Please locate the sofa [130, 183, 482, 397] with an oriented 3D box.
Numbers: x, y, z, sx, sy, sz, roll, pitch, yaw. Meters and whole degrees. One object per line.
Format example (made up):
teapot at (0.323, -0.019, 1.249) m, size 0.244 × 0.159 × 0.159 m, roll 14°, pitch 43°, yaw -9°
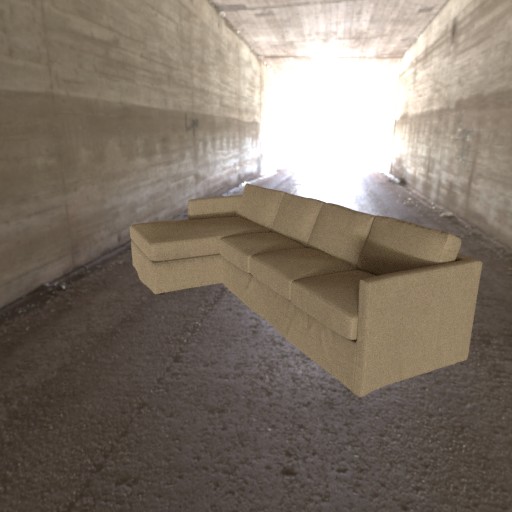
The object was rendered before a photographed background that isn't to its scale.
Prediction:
sofa at (0.000, 0.000, 3.889) m, size 1.638 × 0.920 × 3.198 m, roll -8°, pitch 18°, yaw -25°
